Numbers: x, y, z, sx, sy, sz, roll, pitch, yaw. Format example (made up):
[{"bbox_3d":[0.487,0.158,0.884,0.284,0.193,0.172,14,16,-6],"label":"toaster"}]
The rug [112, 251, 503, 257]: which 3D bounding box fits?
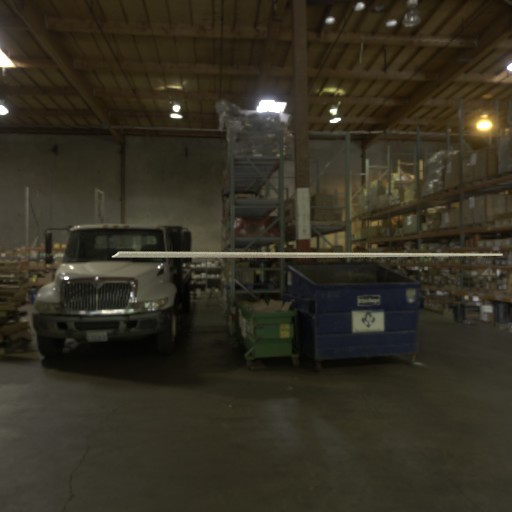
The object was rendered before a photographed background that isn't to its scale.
[{"bbox_3d":[0.000,0.000,3.991,2.438,0.013,3.048,0,0,-19],"label":"rug"}]
